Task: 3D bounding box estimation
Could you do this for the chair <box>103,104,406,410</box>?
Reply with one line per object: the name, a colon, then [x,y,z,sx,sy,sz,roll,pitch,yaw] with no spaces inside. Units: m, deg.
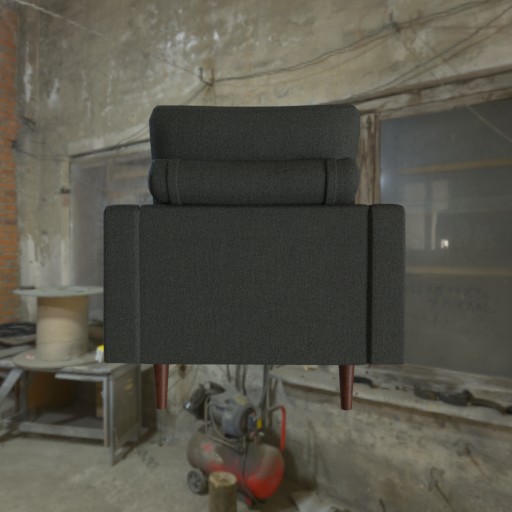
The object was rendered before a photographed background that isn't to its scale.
chair: [0.000,0.000,1.559,0.821,0.880,0.843,0,1,1]
